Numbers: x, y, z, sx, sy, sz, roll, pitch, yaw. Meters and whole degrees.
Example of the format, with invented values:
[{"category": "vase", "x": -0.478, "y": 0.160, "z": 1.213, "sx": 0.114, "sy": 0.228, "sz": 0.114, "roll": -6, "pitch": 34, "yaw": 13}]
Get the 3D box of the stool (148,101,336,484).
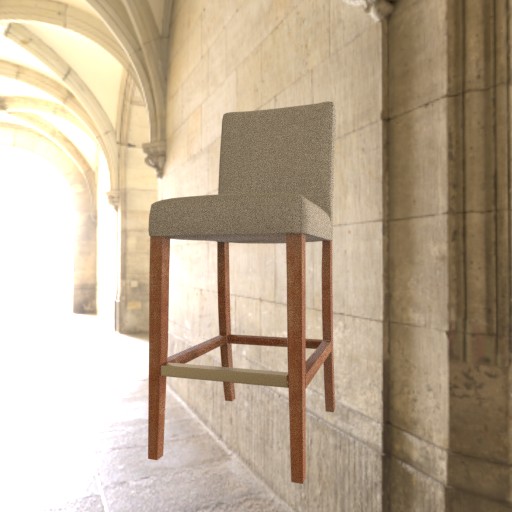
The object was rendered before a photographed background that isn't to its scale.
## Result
[{"category": "stool", "x": 0.000, "y": 0.000, "z": 1.380, "sx": 0.439, "sy": 1.088, "sz": 0.570, "roll": 0, "pitch": -1, "yaw": 19}]
